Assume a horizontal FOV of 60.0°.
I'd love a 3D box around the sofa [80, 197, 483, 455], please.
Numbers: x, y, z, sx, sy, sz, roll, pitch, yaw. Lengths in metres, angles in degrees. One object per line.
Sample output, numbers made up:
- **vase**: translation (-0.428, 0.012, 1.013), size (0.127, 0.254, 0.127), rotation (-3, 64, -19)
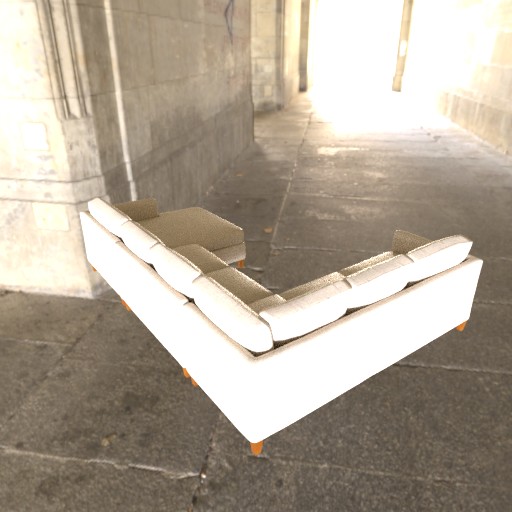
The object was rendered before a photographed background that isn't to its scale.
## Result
- **sofa**: translation (0.000, 0.000, 4.641), size (2.594, 0.961, 3.460), rotation (-17, 30, -32)
